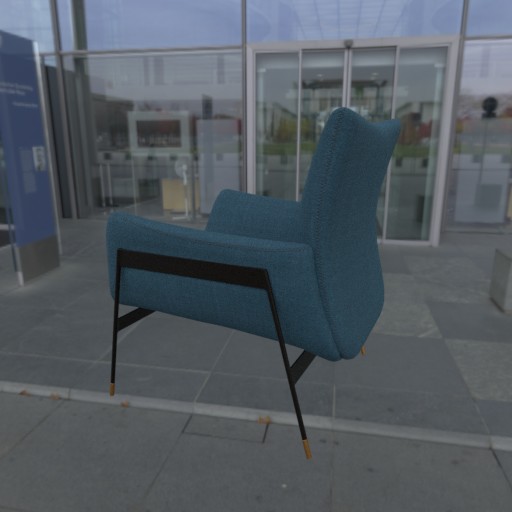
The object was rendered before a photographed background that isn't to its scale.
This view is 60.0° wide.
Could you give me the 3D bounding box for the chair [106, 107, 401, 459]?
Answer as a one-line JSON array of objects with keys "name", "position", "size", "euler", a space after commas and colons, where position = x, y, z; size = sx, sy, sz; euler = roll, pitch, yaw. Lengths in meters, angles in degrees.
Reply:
[{"name": "chair", "position": [0.000, 0.000, 1.432], "size": [0.769, 0.859, 0.678], "euler": [7, 17, 25]}]
